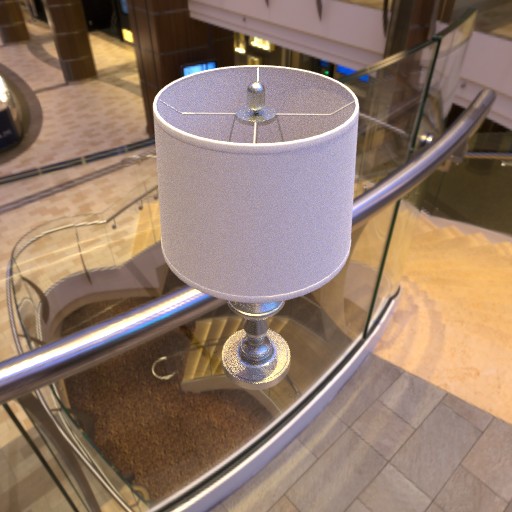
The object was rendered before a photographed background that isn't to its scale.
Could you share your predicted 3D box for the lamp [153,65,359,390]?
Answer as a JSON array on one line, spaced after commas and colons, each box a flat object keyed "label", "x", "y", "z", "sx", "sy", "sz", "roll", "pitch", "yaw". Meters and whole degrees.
[{"label": "lamp", "x": 0.000, "y": 0.000, "z": 0.946, "sx": 0.383, "sy": 0.733, "sz": 0.383, "roll": 0, "pitch": 41, "yaw": 0}]
